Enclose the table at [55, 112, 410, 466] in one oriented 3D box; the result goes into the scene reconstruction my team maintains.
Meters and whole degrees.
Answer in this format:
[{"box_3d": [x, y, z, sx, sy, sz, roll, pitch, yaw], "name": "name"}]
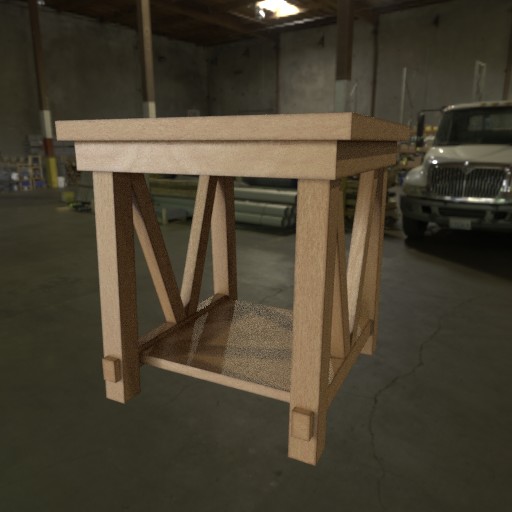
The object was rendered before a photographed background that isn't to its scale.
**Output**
[{"box_3d": [0.000, 0.000, 1.115, 0.610, 0.638, 0.612, 7, 16, 25], "name": "table"}]
